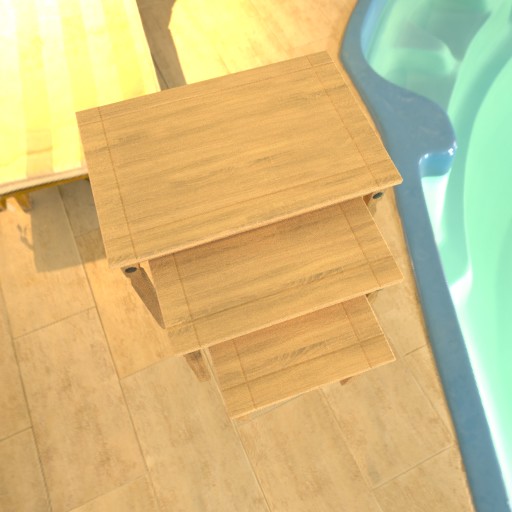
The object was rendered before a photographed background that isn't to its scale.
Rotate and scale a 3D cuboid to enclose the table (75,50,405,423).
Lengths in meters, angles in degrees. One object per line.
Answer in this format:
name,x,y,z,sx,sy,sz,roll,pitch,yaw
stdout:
table,0.000,0.000,1.199,0.660,0.535,0.773,-17,66,-8
